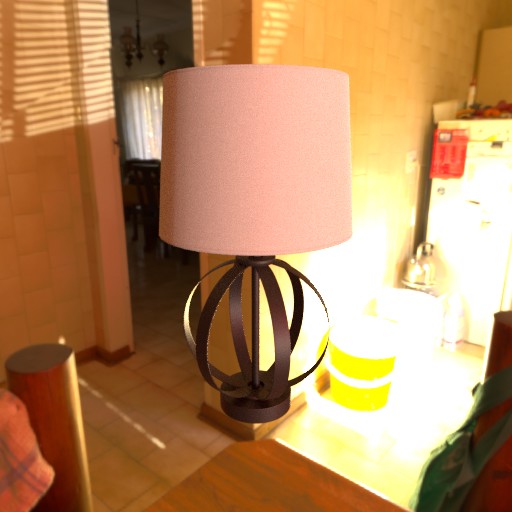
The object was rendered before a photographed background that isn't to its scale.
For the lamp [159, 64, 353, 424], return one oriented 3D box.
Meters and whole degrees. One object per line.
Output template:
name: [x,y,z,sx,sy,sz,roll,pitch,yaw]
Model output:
lamp: [0.000,0.000,0.680,0.286,0.510,0.286,0,15,0]
